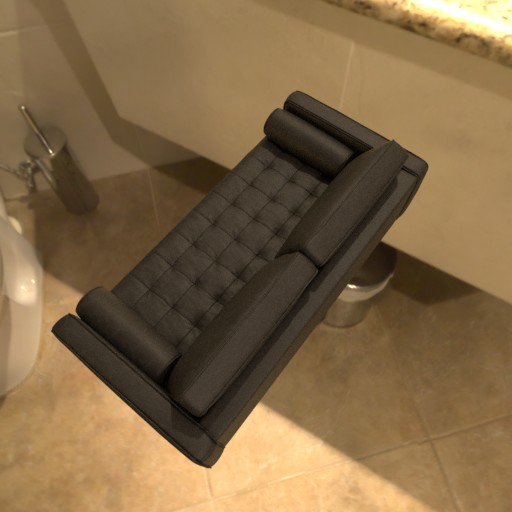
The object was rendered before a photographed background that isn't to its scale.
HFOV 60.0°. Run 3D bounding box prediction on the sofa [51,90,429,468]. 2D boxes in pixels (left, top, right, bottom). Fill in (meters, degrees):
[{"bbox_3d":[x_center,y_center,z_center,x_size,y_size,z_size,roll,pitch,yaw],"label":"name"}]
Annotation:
[{"bbox_3d":[0.000,0.000,2.317,0.921,0.770,1.879,35,69,16],"label":"sofa"}]
